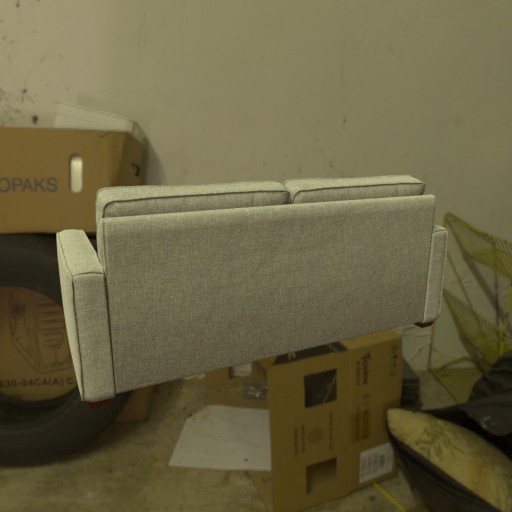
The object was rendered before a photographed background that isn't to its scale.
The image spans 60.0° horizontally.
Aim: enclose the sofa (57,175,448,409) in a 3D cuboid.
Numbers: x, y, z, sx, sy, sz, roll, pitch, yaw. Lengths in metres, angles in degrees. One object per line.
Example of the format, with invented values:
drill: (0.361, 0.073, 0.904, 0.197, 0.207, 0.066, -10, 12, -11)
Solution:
sofa: (0.000, 0.000, 2.562, 2.078, 0.918, 0.945, -7, 16, -25)
